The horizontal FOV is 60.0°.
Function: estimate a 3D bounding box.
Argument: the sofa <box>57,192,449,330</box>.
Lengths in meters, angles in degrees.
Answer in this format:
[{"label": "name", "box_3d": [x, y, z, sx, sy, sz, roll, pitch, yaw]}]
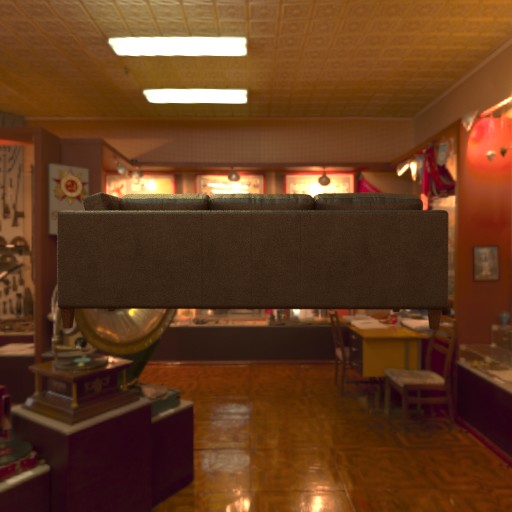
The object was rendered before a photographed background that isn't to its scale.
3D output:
[{"label": "sofa", "box_3d": [0.000, 0.000, 4.415, 2.452, 0.891, 3.324, 0, 1, 1]}]
